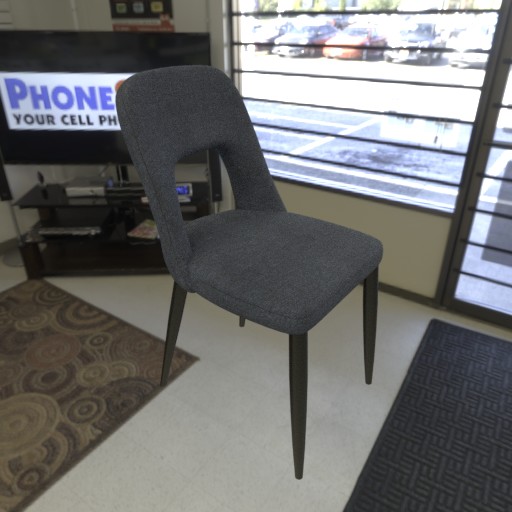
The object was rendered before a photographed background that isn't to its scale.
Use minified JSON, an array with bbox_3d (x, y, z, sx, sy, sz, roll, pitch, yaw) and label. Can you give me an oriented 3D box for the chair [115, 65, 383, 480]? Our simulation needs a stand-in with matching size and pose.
[{"bbox_3d":[0.000,0.000,1.220,0.612,0.931,0.470,20,34,32],"label":"chair"}]
